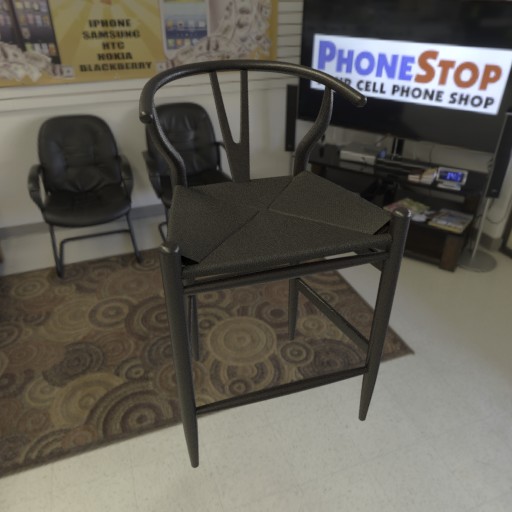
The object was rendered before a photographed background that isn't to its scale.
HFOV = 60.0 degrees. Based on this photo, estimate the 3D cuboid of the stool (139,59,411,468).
[{"bbox_3d":[0.000,0.000,1.278,0.569,0.970,0.579,-9,33,-15],"label":"stool"}]
